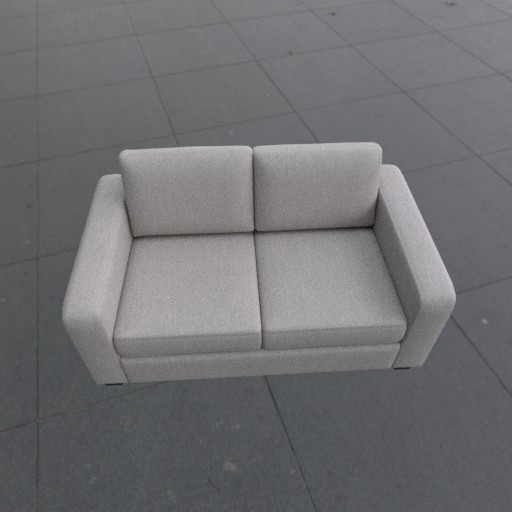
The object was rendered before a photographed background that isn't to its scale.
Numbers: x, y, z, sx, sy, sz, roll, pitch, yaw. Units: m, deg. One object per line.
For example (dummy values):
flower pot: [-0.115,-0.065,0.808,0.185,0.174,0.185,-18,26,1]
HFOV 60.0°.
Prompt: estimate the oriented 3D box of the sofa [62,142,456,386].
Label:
sofa: [0.000,0.000,2.097,1.540,0.800,0.900,-3,47,-2]
